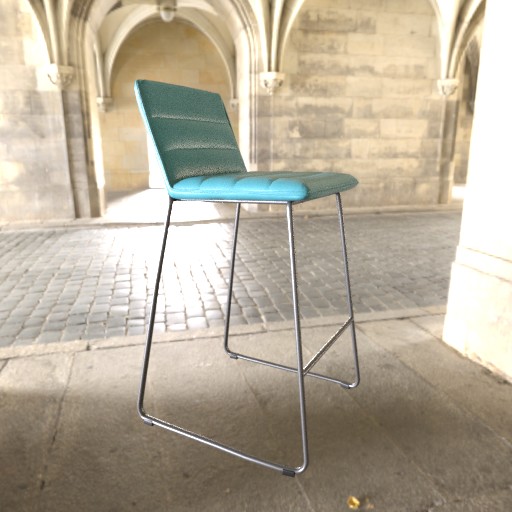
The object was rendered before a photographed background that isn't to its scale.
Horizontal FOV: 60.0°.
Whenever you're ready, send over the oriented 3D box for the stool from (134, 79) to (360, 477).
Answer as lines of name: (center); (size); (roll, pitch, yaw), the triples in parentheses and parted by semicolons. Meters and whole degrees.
stool: (0.000, 0.000, 1.257); (0.524, 0.936, 0.489); (7, 16, 28)
